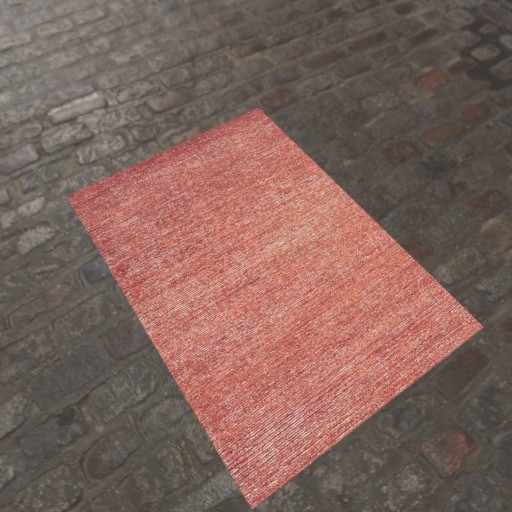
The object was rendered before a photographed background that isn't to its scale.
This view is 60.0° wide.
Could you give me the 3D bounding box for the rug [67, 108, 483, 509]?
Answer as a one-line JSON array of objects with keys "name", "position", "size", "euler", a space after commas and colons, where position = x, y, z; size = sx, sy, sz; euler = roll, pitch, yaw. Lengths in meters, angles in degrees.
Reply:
[{"name": "rug", "position": [0.000, 0.000, 4.873], "size": [2.803, 0.025, 3.965], "euler": [-30, 63, -17]}]
